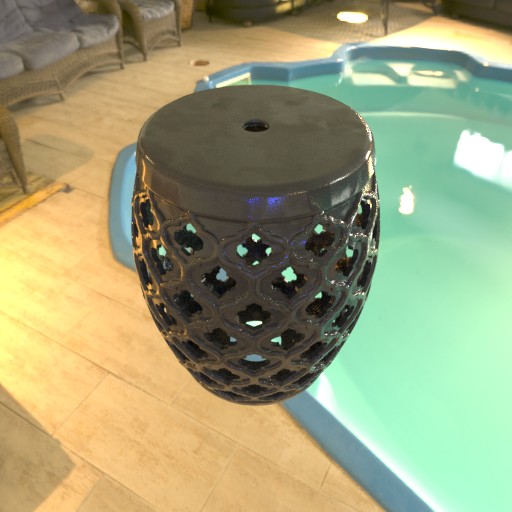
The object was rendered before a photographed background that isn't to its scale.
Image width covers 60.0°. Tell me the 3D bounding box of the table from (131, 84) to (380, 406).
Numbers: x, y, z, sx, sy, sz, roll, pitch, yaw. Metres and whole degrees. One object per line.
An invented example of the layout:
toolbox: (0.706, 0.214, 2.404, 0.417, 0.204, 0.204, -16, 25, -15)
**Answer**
table: (0.000, 0.000, 0.622, 0.325, 0.388, 0.325, 0, 42, 0)
